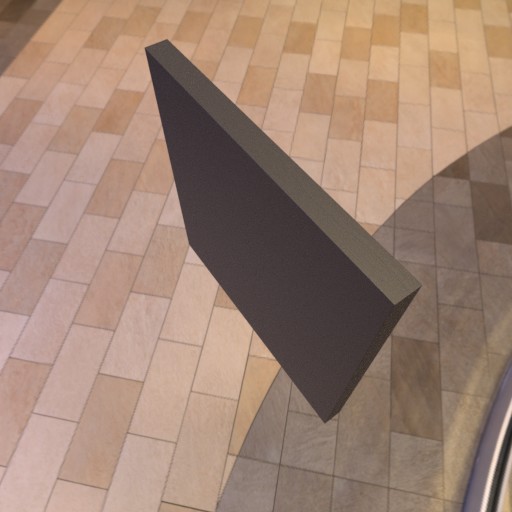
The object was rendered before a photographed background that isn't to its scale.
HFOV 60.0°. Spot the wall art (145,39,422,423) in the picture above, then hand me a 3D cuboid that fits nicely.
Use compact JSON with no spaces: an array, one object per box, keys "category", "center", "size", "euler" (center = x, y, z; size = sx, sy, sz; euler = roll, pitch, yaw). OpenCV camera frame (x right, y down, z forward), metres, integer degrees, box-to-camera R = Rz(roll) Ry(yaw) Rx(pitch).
[{"category":"wall art","center":[0.000,0.000,0.749],"size":[0.038,0.507,0.507],"euler":[-31,62,-18]}]
